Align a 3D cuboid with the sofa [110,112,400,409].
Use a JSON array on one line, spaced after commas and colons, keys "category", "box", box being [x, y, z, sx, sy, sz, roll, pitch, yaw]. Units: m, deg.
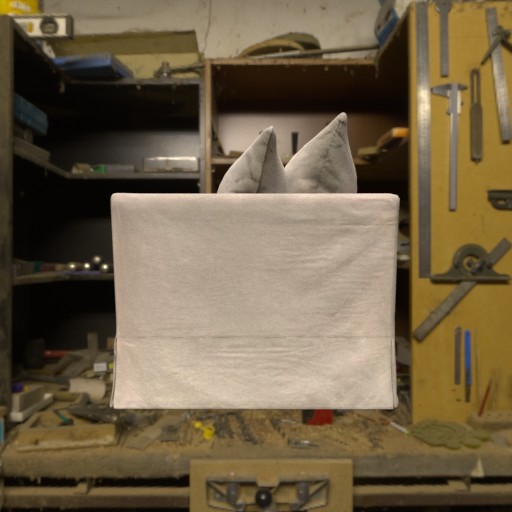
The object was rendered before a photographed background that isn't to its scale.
[{"category": "sofa", "box": [0.000, 0.000, 2.267, 1.035, 1.040, 1.608, 0, 1, 0]}]
